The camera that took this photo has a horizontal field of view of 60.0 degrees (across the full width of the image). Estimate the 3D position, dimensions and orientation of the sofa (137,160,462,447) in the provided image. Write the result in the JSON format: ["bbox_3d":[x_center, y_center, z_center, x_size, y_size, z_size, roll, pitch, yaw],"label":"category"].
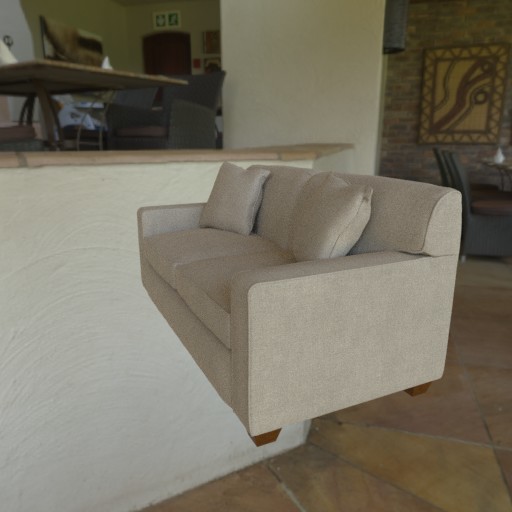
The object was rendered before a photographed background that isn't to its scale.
[{"bbox_3d":[0.000,0.000,2.447,0.998,0.958,1.846,-7,17,-25],"label":"sofa"}]
